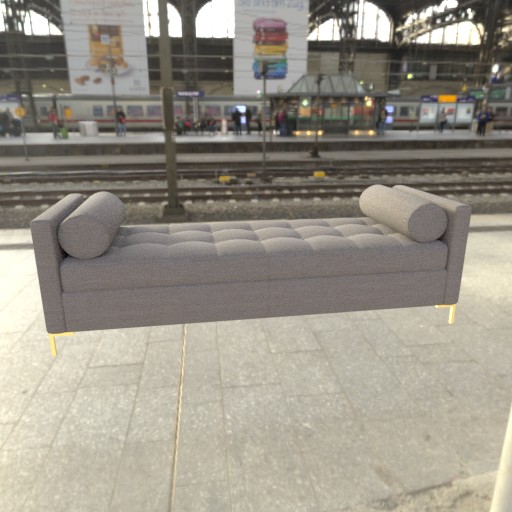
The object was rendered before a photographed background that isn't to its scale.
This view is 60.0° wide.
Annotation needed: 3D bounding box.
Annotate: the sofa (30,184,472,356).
[{"bbox_3d":[0.000,0.000,2.357,1.981,0.635,0.686,-3,18,-9],"label":"sofa"}]
